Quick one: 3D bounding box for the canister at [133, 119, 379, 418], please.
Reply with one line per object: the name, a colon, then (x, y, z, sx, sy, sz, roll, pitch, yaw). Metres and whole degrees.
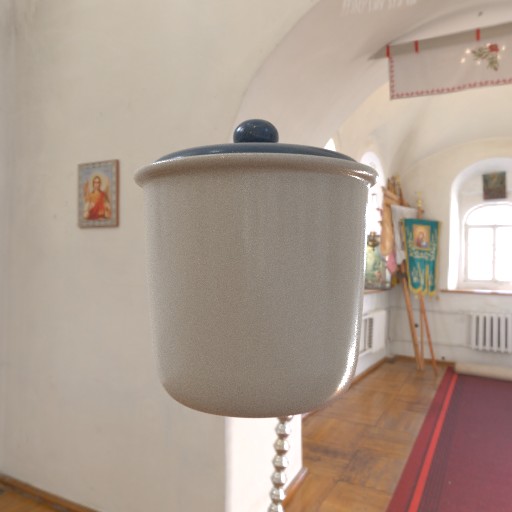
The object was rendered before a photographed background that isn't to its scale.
canister: (0.000, 0.000, 0.341, 0.182, 0.208, 0.182, 0, 0, 0)
